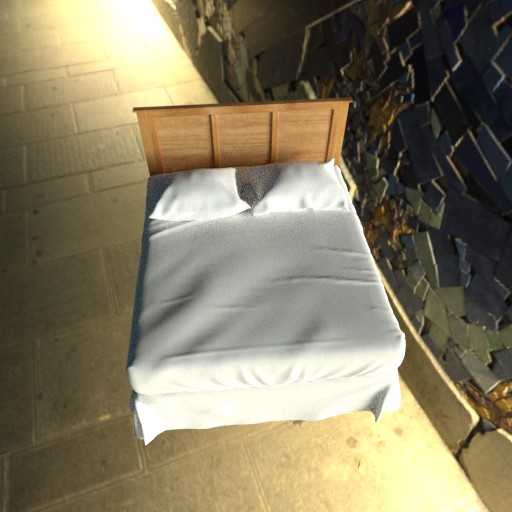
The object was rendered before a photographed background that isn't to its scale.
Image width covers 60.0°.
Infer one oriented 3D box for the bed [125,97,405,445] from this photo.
[{"bbox_3d":[0.000,0.000,3.130,1.870,1.273,2.035,-4,47,-4],"label":"bed"}]
